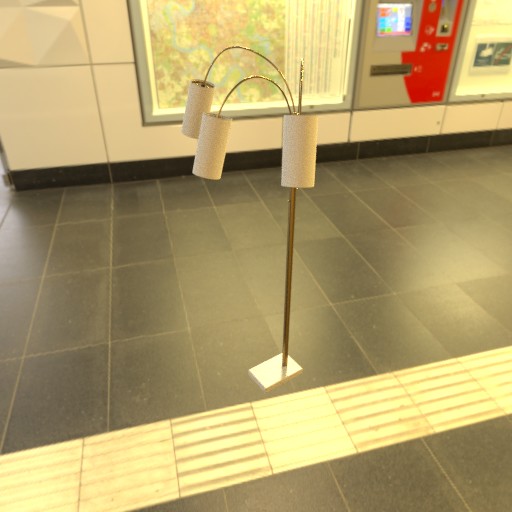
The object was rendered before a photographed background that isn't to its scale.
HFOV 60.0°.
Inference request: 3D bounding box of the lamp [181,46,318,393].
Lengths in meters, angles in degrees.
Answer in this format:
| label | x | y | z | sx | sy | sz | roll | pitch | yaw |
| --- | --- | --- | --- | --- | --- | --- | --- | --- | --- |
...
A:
| label | x | y | z | sx | sy | sz | roll | pitch | yaw |
| --- | --- | --- | --- | --- | --- | --- | --- | --- | --- |
| lamp | 0.000 | 0.000 | 2.450 | 0.667 | 2.055 | 1.020 | -20 | 37 | -29 |
